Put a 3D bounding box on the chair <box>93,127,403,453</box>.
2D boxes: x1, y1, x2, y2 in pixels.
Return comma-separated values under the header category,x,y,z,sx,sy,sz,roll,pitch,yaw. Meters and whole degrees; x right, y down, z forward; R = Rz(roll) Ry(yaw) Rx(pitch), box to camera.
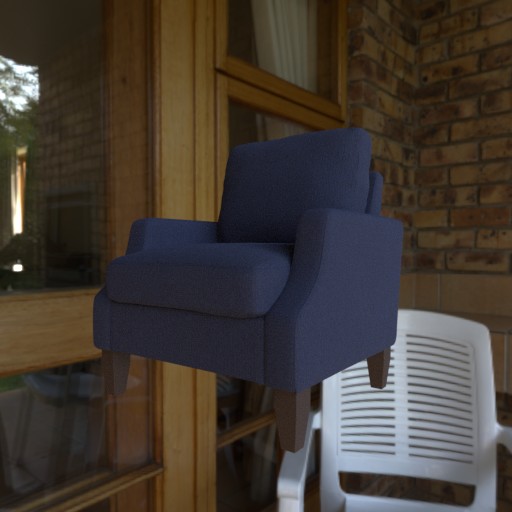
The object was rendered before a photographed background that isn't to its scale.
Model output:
category,x,y,z,sx,sy,sz,roll,pitch,yaw
chair,0.000,0.000,1.660,0.855,0.991,0.897,1,2,36
